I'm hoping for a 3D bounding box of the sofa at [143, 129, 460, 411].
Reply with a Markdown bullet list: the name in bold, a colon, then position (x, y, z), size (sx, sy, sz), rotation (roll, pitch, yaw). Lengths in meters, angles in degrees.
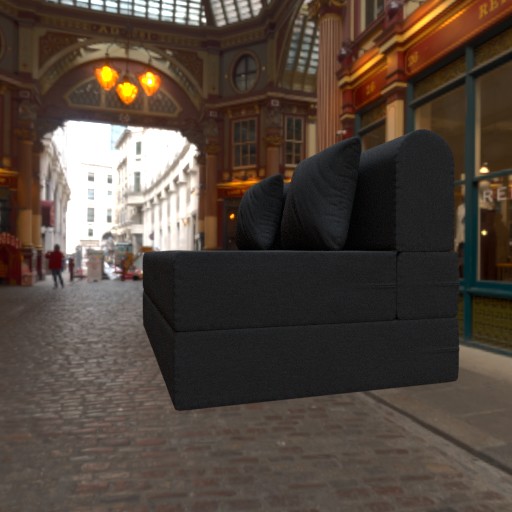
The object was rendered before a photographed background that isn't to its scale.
- **sofa**: position (0.000, 0.000, 1.656), size (0.762, 0.670, 1.225), rotation (0, 0, -18)
